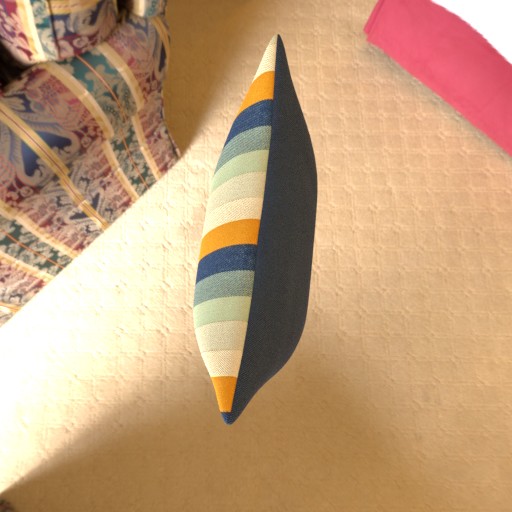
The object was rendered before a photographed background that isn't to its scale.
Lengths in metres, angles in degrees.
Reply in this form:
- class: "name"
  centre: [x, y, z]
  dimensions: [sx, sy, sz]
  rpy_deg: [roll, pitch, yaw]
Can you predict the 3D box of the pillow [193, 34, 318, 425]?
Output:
- class: "pillow"
  centre: [0.000, 0.000, 0.714]
  dimensions: [0.173, 0.454, 0.463]
  rpy_deg: [6, 76, 2]
